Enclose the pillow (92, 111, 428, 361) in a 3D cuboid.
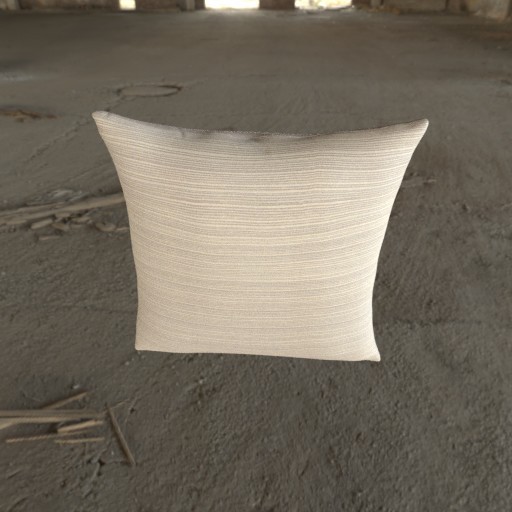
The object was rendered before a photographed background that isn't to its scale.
[{"bbox_3d":[0.000,0.000,0.793,0.512,0.497,0.204,2,32,3],"label":"pillow"}]
